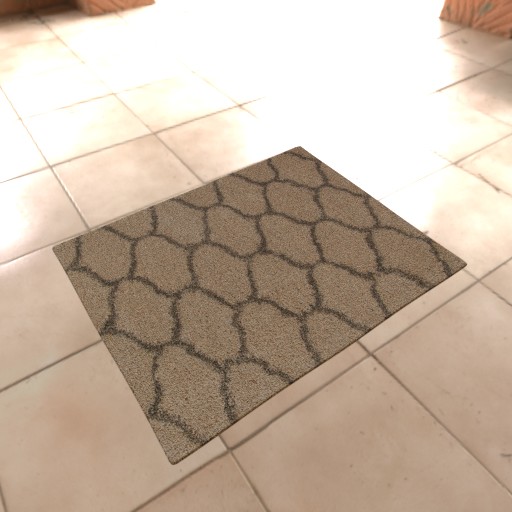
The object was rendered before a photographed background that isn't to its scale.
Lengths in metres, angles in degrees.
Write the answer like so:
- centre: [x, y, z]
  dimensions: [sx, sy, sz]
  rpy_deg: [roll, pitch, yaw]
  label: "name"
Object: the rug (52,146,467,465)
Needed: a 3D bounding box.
- centre: [0.000, 0.000, 4.071]
  dimensions: [3.000, 0.026, 2.399]
  rpy_deg: [-27, 52, -24]
  label: "rug"
